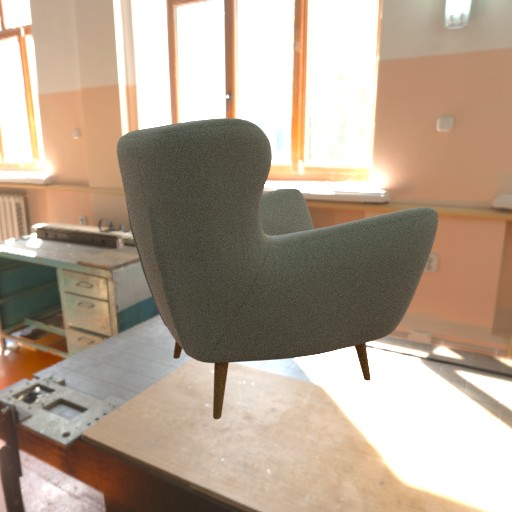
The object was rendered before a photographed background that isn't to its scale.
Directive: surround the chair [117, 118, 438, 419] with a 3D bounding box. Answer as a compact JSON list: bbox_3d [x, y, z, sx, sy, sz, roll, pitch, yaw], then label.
[{"bbox_3d":[0.000,0.000,1.590,0.889,0.889,0.890,-6,15,-25],"label":"chair"}]
